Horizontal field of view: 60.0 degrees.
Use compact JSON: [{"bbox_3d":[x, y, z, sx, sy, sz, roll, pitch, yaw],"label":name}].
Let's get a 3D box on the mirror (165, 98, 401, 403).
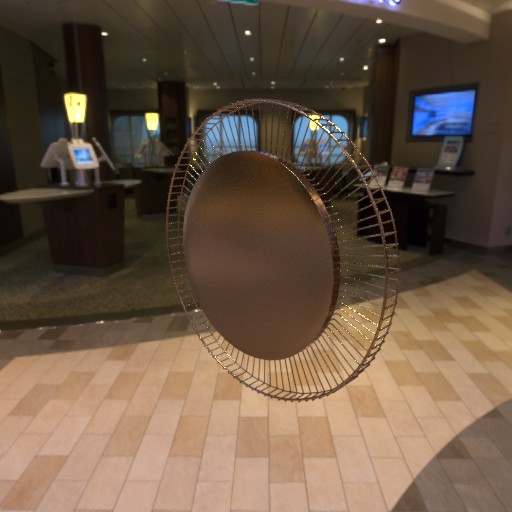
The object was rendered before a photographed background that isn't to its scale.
[{"bbox_3d":[0.000,0.000,1.049,0.703,0.703,0.067,14,20,43],"label":"mirror"}]
